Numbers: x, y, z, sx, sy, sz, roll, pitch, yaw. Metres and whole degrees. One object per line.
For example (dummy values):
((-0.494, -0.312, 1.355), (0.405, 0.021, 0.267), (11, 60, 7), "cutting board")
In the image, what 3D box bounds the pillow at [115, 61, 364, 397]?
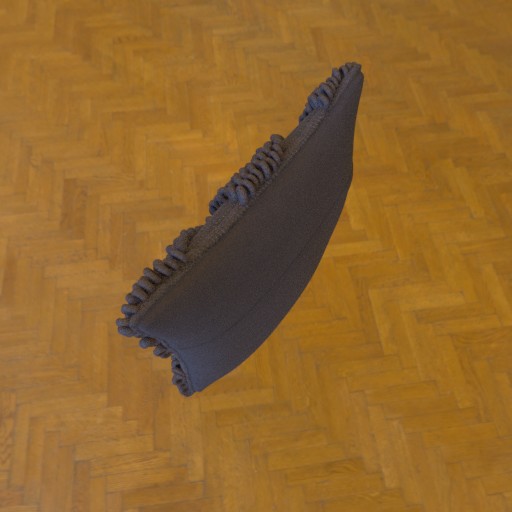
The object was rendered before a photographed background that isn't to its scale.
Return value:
((0.000, 0.000, 0.723), (0.172, 0.467, 0.470), (34, 69, 15), "pillow")
